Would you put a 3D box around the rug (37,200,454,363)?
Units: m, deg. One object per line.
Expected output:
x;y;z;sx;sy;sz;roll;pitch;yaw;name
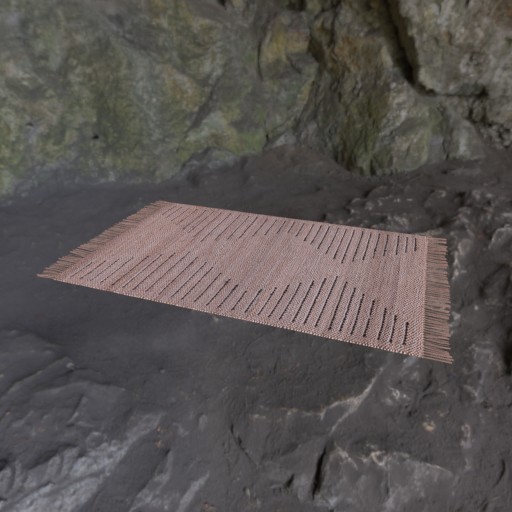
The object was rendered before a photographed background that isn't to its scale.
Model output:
0.000;0.000;2.548;2.085;0.027;1.224;9;29;18;rug
